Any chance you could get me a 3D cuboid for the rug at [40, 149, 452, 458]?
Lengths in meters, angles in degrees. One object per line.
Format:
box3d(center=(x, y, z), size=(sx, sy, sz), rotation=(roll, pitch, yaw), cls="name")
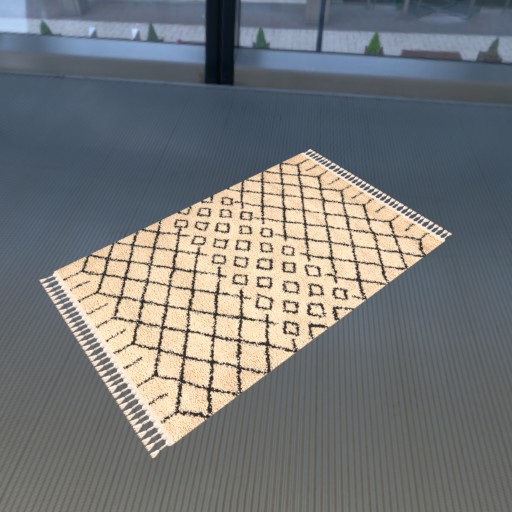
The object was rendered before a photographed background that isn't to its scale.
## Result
box3d(center=(0.000, 0.000, 2.473), size=(2.006, 0.008, 1.196), rotation=(-30, 53, -26), cls="rug")
